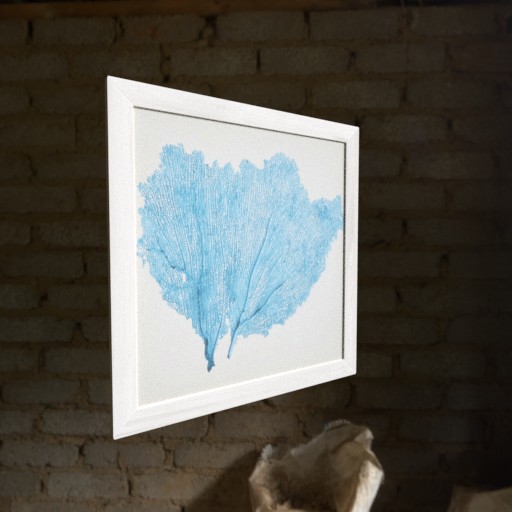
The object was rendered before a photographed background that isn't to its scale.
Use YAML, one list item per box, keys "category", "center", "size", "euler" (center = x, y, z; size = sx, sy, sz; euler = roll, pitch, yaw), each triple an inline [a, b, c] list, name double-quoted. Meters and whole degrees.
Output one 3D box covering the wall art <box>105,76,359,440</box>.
- category: "wall art"
  center: [0.000, 0.000, 0.885]
  size: [0.584, 0.584, 0.013]
  euler: [-2, 4, -36]
